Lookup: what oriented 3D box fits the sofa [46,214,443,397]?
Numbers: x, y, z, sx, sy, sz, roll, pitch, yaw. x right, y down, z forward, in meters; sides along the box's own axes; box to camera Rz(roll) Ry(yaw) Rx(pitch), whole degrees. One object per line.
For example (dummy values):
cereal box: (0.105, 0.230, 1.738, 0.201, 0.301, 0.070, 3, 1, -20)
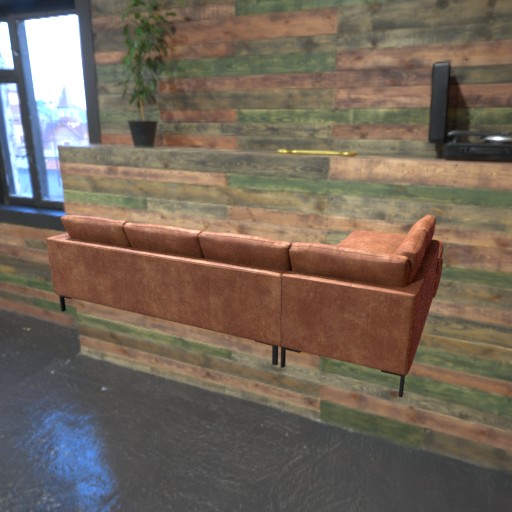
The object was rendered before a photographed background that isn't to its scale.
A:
sofa: (0.000, 0.000, 3.953, 2.984, 0.877, 1.938, 8, 19, 25)
